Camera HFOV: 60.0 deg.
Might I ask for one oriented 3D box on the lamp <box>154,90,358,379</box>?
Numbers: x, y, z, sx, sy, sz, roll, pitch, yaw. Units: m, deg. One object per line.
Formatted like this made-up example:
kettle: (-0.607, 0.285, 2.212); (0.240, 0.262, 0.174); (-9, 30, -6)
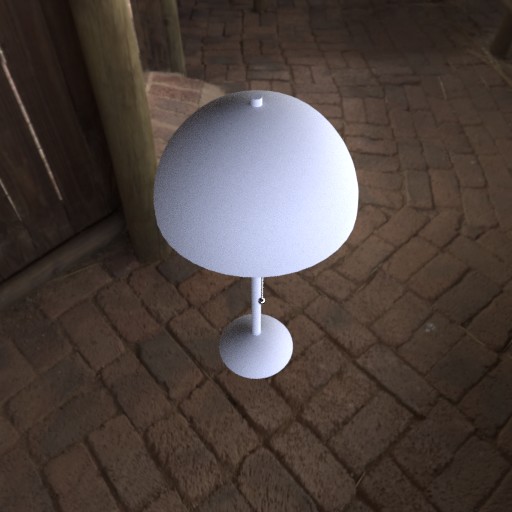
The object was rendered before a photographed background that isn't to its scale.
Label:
lamp: (0.000, 0.000, 0.432); (0.171, 0.330, 0.171); (0, 48, 0)
